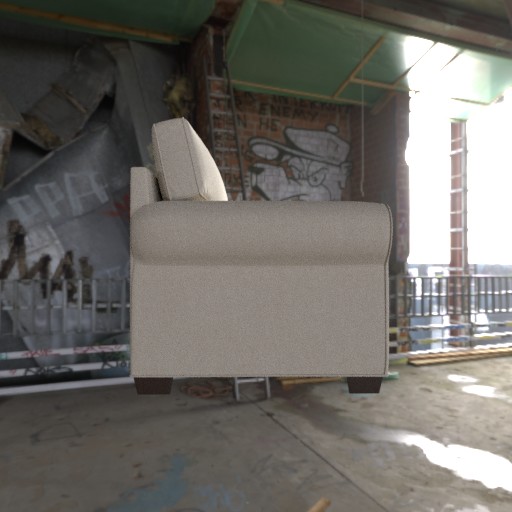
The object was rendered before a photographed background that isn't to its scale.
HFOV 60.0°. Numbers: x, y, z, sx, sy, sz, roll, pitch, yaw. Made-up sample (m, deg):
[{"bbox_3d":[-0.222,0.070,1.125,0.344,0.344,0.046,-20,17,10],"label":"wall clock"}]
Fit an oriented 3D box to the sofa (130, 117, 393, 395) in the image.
[{"bbox_3d":[0.000,0.000,2.254,0.861,0.933,1.774,0,-1,-1],"label":"sofa"}]
